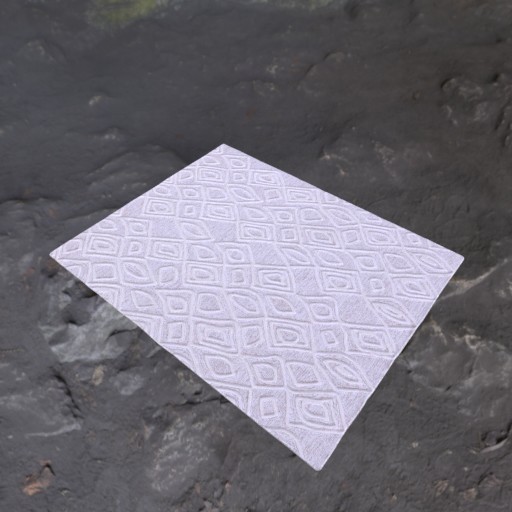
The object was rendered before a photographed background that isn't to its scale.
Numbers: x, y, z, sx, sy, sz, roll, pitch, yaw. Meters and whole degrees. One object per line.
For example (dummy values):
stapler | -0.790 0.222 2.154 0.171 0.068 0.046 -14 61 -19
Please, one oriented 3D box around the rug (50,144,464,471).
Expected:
rug | 0.000 0.000 4.147 3.049 0.025 2.449 31 54 26
